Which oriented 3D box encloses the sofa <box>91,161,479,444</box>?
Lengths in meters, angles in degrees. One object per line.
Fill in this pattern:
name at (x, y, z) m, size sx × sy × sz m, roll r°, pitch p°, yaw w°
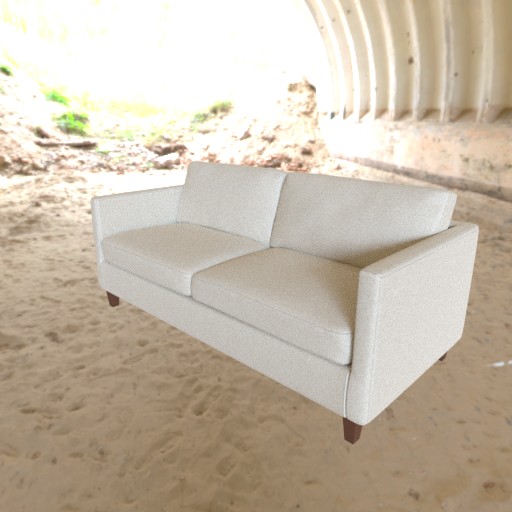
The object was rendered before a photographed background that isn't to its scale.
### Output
sofa at (0.000, 0.000, 2.440) m, size 1.981 × 0.889 × 0.965 m, roll 16°, pitch 24°, yaw 41°
